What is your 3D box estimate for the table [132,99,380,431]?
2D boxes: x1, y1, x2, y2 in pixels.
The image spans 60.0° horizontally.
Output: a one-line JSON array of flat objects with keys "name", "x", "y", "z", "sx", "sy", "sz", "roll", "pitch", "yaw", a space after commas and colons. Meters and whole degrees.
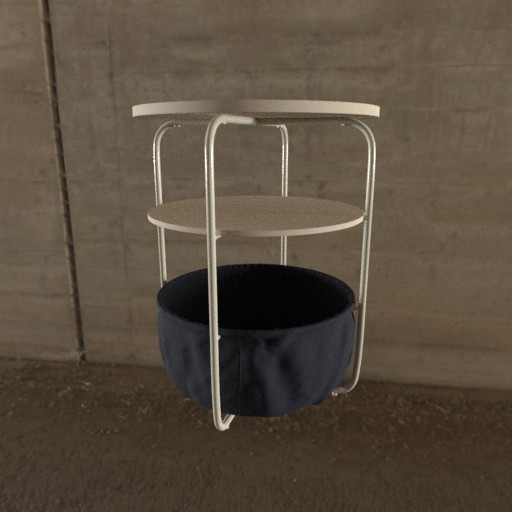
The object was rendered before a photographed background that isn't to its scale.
[{"name": "table", "x": 0.000, "y": 0.000, "z": 0.845, "sx": 0.418, "sy": 0.532, "sz": 0.418, "roll": -7, "pitch": 17, "yaw": -25}]
